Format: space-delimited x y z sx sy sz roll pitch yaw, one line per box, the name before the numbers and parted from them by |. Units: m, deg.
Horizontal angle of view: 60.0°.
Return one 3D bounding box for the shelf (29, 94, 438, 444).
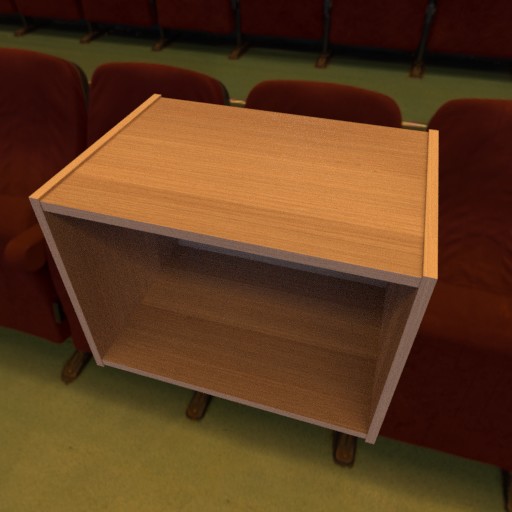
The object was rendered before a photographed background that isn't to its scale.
shelf | 0.000 0.000 0.628 0.415 0.305 0.290 12 43 13
